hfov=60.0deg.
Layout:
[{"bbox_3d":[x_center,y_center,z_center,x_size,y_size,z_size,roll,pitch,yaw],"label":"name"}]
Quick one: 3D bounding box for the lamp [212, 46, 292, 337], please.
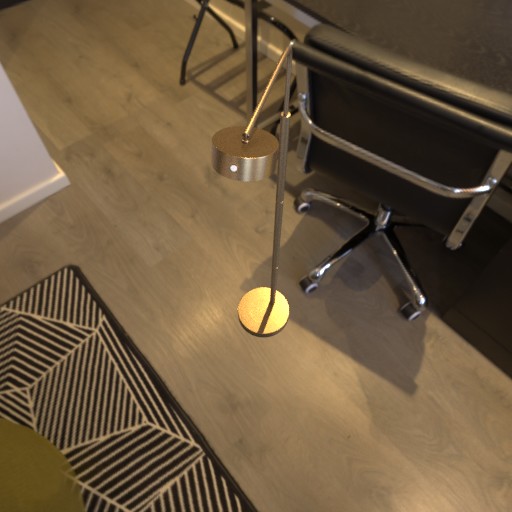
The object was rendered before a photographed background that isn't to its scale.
[{"bbox_3d":[0.000,0.000,1.349,0.219,1.230,0.418,16,59,10],"label":"lamp"}]
